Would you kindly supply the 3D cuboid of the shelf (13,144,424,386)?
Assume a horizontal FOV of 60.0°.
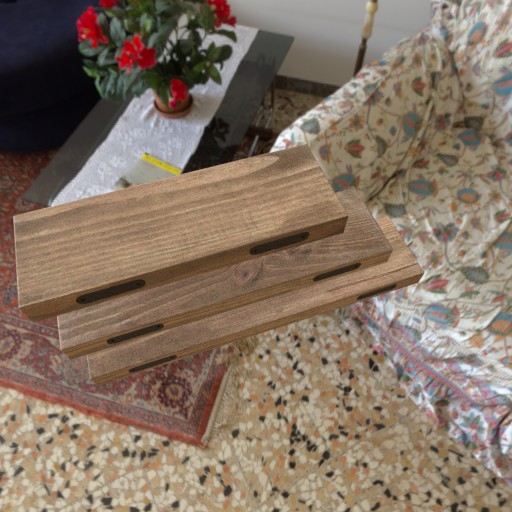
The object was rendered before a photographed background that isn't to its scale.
[{"bbox_3d":[0.000,0.000,0.708,0.610,0.293,0.140,-16,59,-10],"label":"shelf"}]
